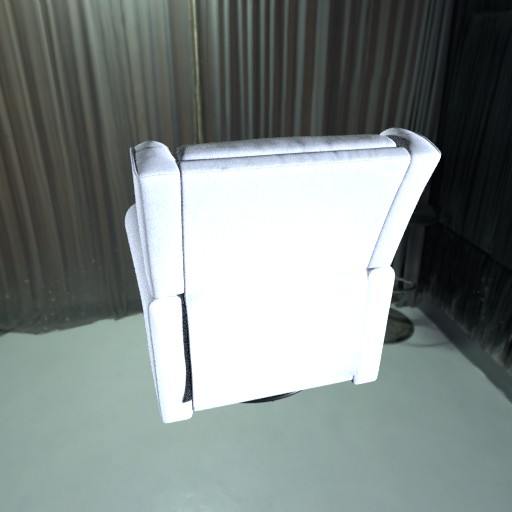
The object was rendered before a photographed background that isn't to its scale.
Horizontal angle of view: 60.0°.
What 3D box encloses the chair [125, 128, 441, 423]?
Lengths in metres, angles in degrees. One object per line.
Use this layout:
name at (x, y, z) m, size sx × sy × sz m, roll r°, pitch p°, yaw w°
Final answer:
chair at (0.000, 0.000, 1.620) m, size 0.906 × 0.967 × 0.854 m, roll -7°, pitch 27°, yaw -14°
